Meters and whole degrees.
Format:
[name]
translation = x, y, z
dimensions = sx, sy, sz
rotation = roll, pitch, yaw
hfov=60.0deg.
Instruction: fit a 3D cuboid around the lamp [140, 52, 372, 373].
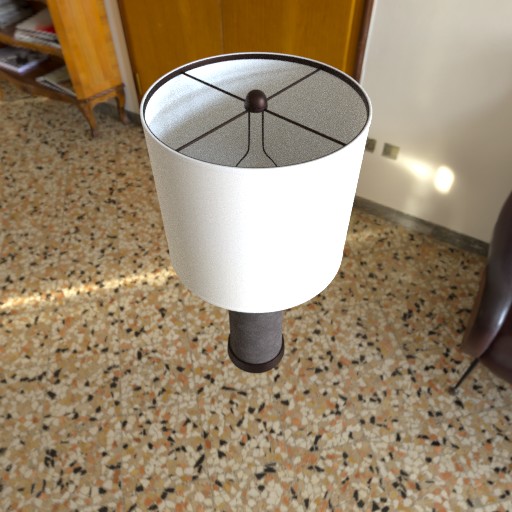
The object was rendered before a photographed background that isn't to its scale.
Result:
[lamp]
translation = 0.000, 0.000, 0.804
dimensions = 0.301, 0.630, 0.301
rotation = -3, 47, -2
